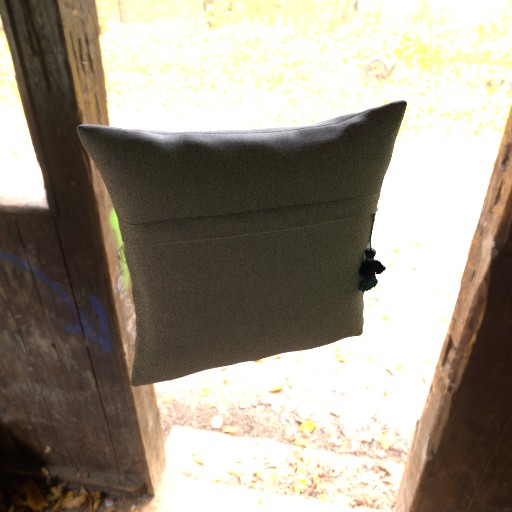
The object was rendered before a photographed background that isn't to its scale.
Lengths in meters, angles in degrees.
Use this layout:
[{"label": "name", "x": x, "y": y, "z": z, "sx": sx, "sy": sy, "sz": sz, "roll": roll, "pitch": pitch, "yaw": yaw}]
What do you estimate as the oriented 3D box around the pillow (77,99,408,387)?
[{"label": "pillow", "x": 0.000, "y": 0.000, "z": 0.677, "sx": 0.433, "sy": 0.436, "sz": 0.173, "roll": -10, "pitch": 32, "yaw": -15}]
